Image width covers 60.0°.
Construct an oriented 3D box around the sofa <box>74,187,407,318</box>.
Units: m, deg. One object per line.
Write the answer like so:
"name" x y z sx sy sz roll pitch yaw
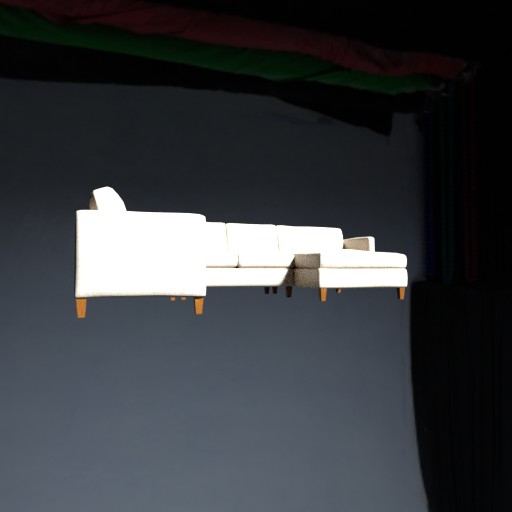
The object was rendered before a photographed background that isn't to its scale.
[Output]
"sofa" 0.000 0.000 4.779 3.460 0.961 2.594 1 -2 -18
